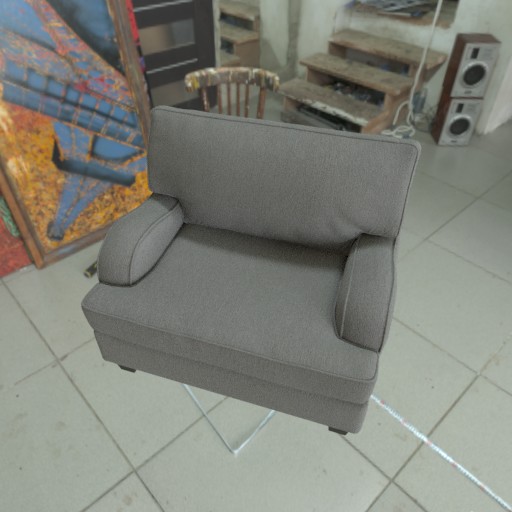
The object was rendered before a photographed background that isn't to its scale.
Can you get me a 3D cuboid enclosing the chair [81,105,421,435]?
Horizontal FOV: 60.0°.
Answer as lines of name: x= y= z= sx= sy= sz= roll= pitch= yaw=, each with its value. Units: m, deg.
chair: x=0.000 y=0.000 z=2.001 sx=1.220 sy=1.016 sz=1.041 roll=12 pitch=43 yaw=13
